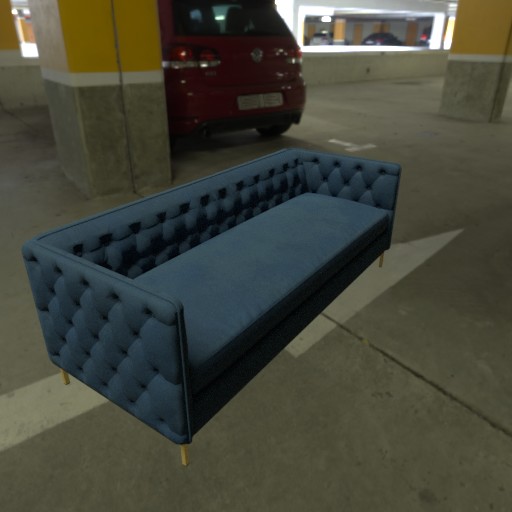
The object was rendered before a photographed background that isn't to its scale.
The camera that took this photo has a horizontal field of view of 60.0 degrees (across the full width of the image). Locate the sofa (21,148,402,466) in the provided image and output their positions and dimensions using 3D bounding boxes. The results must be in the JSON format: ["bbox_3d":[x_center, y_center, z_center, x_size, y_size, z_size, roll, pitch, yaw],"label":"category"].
[{"bbox_3d":[0.000,0.000,2.553,0.895,0.771,2.209,17,31,31],"label":"sofa"}]
